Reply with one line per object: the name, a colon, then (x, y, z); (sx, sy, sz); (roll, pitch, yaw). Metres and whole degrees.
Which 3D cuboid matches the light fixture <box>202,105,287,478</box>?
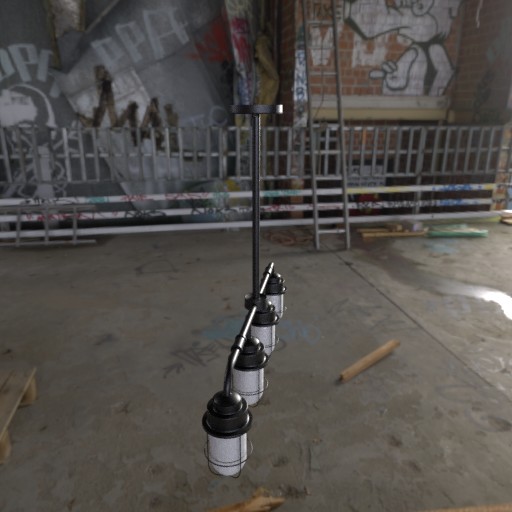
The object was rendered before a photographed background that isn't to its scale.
light fixture: (0.000, 0.000, 1.219); (0.131, 0.785, 0.852); (3, 18, 9)
